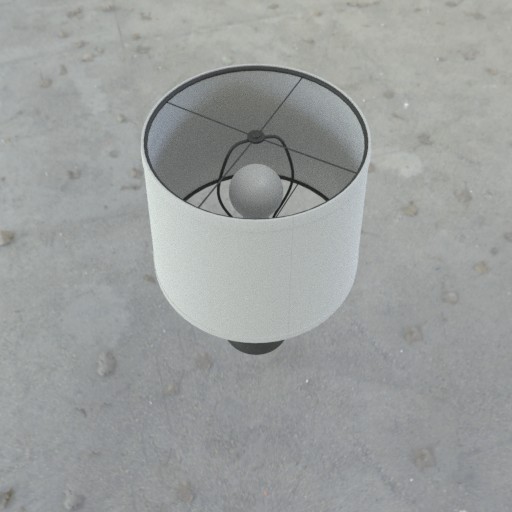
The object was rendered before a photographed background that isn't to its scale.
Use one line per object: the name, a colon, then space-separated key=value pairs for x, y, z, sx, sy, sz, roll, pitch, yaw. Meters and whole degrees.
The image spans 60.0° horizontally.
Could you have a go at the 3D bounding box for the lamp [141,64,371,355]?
lamp: x=0.000 y=0.000 z=0.699 sx=0.310 sy=0.501 sz=0.310 roll=0 pitch=57 yaw=0
